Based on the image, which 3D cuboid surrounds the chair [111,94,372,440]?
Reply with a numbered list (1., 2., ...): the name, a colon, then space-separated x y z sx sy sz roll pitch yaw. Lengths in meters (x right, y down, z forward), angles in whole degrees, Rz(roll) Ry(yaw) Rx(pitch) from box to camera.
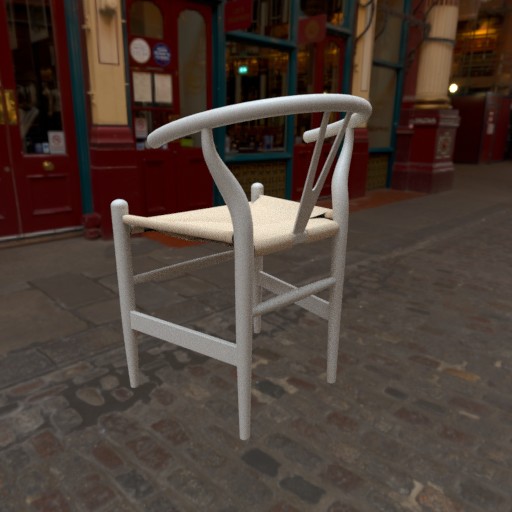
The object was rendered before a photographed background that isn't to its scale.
1. chair: 0.000 0.000 1.105 0.533 0.736 0.500 -15 22 -43
